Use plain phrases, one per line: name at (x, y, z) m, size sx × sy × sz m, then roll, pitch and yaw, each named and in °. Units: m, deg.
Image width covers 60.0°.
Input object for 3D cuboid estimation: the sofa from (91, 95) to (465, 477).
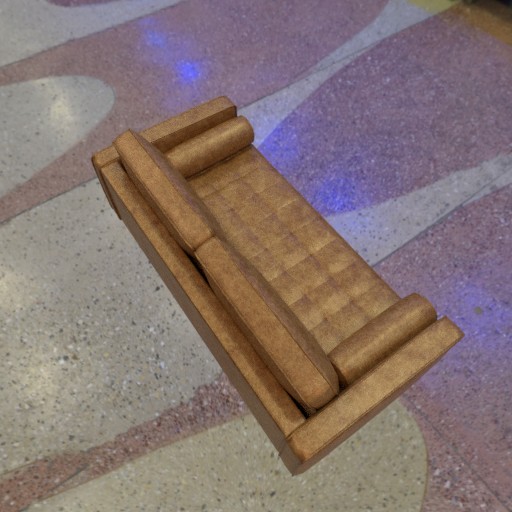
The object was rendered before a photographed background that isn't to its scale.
sofa at (0.000, 0.000, 2.342) m, size 0.924 × 0.825 × 1.920 m, roll -31°, pitch 64°, yaw -17°
